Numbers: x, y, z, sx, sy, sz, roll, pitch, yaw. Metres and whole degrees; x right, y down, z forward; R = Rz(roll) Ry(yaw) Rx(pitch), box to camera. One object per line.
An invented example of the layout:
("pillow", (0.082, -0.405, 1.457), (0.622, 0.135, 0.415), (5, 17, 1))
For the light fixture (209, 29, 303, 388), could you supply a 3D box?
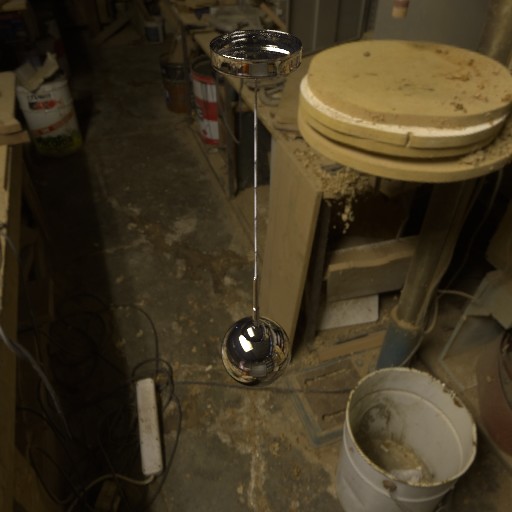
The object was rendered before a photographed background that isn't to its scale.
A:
("light fixture", (0.000, 0.000, 1.703), (0.336, 1.538, 0.336), (-13, 44, -14))
